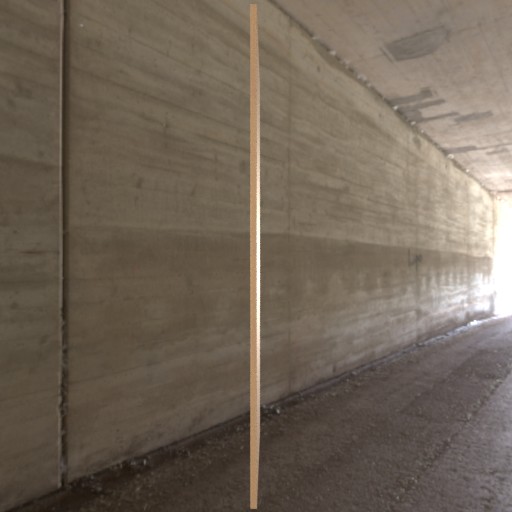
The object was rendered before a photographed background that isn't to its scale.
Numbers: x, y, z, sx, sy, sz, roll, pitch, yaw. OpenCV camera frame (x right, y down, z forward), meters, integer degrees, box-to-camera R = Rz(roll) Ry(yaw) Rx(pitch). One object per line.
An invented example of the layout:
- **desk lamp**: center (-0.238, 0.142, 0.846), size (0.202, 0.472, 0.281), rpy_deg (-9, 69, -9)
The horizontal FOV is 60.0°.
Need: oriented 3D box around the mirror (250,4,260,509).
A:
- **mirror**: center (0.000, 0.000, 2.191), size (0.026, 2.031, 0.812), rpy_deg (0, -1, 1)
